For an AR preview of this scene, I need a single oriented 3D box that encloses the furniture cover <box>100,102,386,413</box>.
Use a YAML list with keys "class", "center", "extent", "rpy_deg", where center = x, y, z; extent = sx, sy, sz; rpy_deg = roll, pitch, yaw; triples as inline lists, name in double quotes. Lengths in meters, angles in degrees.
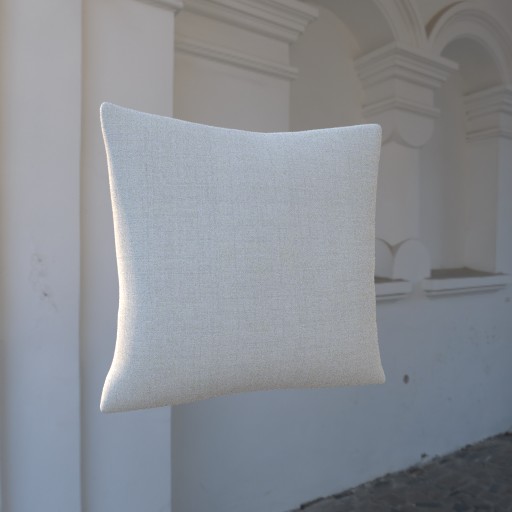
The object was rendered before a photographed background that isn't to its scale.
- class: "furniture cover"
  center: [0.000, 0.000, 0.653]
  extent: [0.435, 0.420, 0.145]
  rpy_deg: [0, 1, -17]
